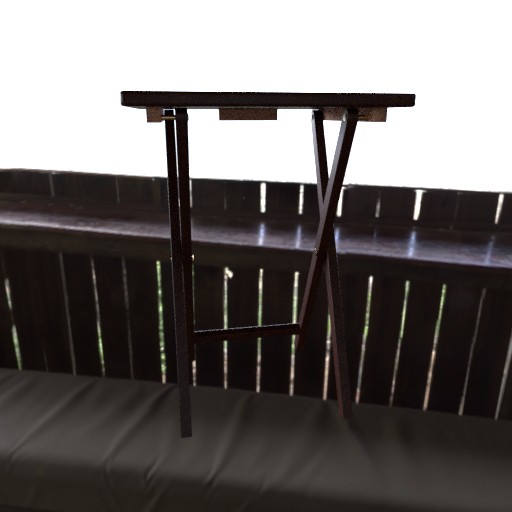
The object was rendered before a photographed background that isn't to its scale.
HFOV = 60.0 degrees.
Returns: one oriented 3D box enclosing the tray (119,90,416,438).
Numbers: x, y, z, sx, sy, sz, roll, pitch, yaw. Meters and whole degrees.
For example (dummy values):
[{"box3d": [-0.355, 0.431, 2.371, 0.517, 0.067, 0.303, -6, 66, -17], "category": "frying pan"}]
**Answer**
[{"box3d": [0.000, 0.000, 0.974, 0.483, 0.660, 0.381, -3, 18, -10], "category": "tray"}]
